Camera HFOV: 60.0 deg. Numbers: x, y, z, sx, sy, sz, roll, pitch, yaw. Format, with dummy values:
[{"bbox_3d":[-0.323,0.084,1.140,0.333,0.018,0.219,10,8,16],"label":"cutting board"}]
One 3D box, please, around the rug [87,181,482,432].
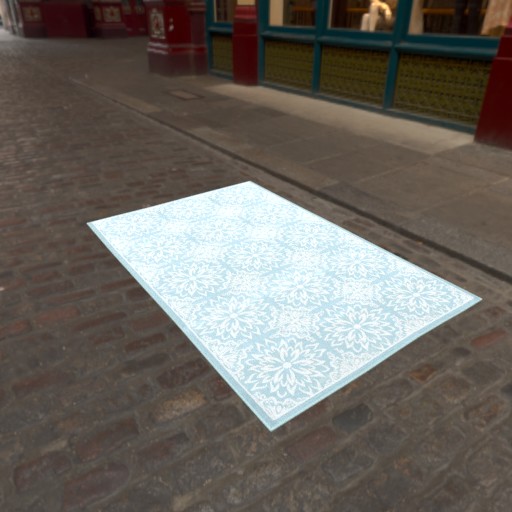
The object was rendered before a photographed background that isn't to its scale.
[{"bbox_3d":[0.000,0.000,2.355,1.219,0.012,1.840,-20,36,-30],"label":"rug"}]
